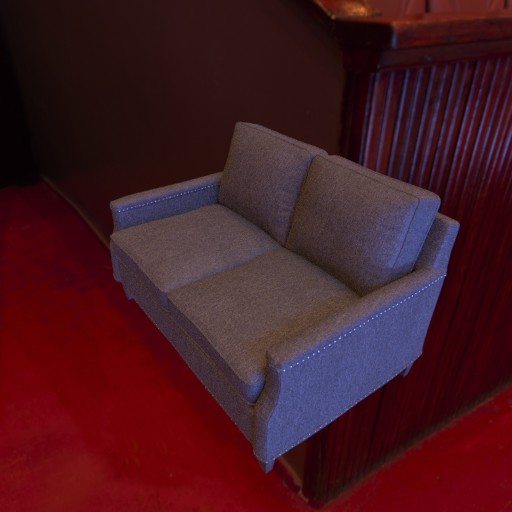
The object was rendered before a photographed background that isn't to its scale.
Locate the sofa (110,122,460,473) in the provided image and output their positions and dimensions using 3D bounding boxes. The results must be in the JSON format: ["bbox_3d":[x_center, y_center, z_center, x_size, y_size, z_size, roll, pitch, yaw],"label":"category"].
[{"bbox_3d":[0.000,0.000,2.316,1.084,1.003,1.597,-21,38,-30],"label":"sofa"}]
